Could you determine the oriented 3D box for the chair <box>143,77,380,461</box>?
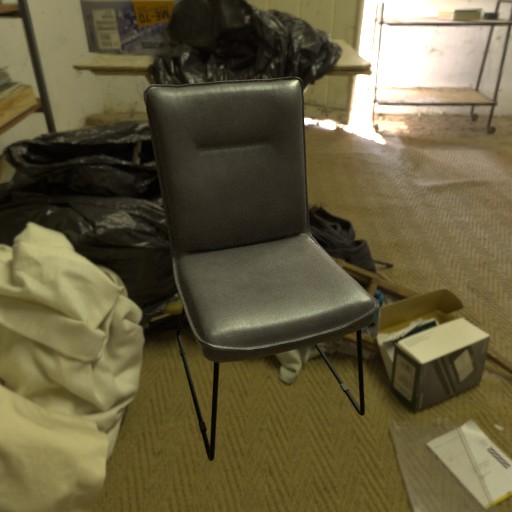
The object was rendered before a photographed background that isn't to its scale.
[{"bbox_3d":[0.000,0.000,1.382,0.515,0.932,0.688,-10,33,-16],"label":"chair"}]
